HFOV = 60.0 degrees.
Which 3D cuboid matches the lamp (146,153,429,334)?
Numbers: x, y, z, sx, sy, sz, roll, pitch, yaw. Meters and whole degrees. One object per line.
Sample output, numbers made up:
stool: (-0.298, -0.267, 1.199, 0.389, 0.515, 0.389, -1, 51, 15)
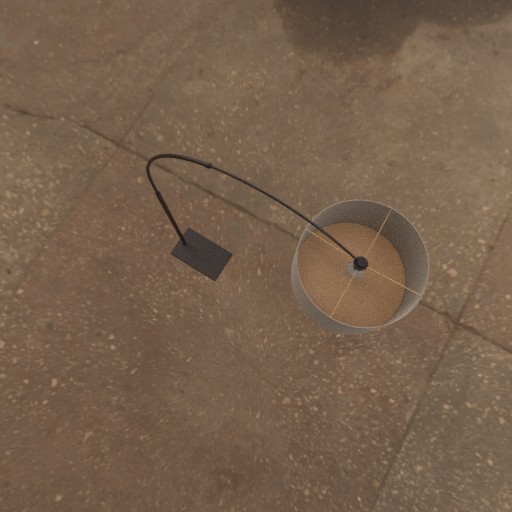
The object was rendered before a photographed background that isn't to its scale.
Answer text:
lamp: (0.000, 0.000, 2.522, 1.424, 1.927, 0.493, 31, 77, 8)
